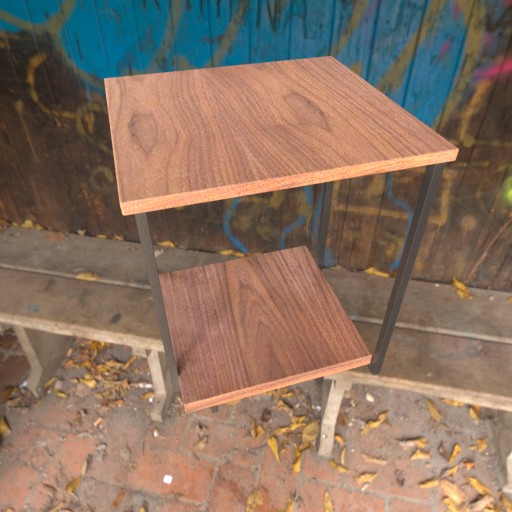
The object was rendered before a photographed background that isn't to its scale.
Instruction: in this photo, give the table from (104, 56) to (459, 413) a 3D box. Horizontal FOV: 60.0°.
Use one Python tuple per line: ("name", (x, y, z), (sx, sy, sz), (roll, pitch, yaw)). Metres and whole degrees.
("table", (0.000, 0.000, 0.828), (0.411, 0.567, 0.384), (-11, 42, -13))
